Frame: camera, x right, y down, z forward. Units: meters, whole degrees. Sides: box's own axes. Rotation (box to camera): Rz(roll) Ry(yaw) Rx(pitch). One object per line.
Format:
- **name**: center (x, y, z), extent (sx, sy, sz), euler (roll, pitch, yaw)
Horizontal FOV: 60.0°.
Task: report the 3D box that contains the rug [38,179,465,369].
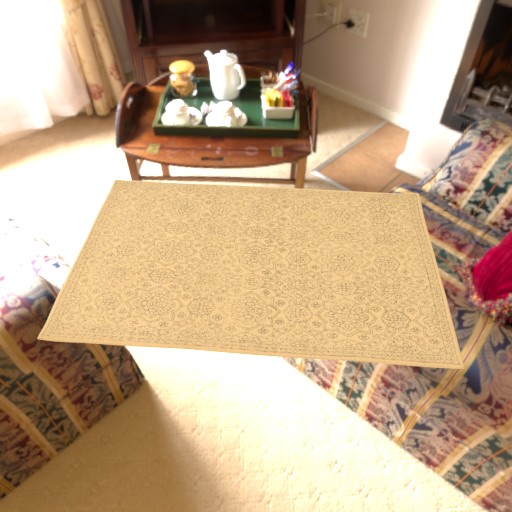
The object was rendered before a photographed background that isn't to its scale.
- **rug**: center (0.000, 0.000, 3.014), extent (2.434, 0.023, 1.518), euler (3, 47, 3)
